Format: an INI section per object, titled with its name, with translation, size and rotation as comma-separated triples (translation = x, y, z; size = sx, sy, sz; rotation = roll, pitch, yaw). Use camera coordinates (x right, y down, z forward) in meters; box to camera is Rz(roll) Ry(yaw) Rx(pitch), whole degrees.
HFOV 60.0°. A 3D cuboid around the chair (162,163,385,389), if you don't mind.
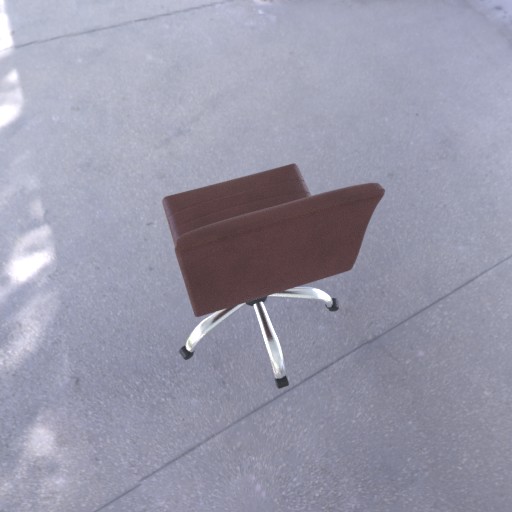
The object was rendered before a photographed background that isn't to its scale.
[chair]
translation = 0.000, 0.000, 1.168
size = 0.556, 0.780, 0.530
rotation = -16, 61, -9
